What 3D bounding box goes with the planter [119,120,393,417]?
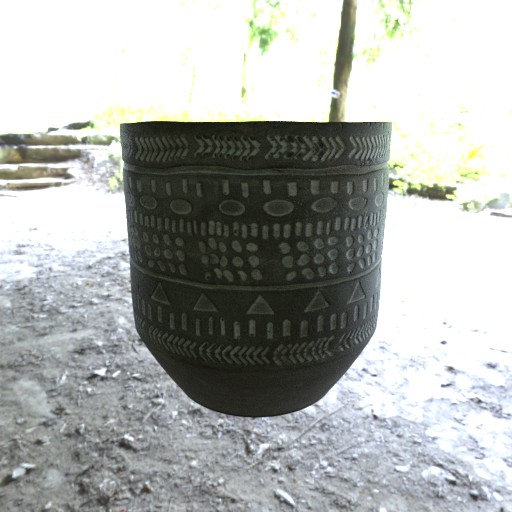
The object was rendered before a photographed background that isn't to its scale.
[{"bbox_3d":[0.000,0.000,0.258,0.142,0.149,0.142,0,16,0],"label":"planter"}]
